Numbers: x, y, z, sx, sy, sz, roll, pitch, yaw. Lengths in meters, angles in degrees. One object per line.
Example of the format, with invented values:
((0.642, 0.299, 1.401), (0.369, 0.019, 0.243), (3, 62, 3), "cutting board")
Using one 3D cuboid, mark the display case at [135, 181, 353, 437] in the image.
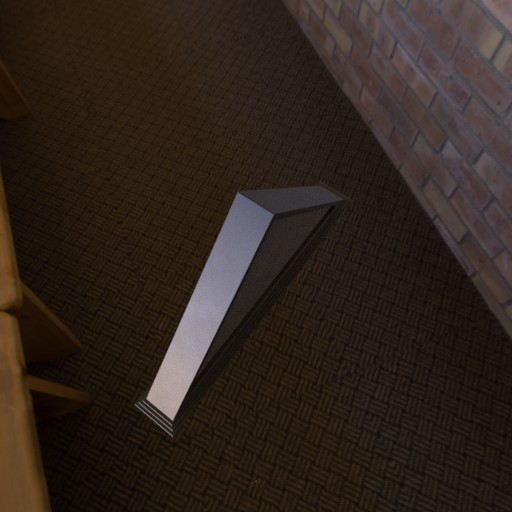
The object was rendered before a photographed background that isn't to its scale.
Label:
((0.000, 0.000, 0.789), (0.095, 0.340, 0.640), (33, 68, 16), "display case")
